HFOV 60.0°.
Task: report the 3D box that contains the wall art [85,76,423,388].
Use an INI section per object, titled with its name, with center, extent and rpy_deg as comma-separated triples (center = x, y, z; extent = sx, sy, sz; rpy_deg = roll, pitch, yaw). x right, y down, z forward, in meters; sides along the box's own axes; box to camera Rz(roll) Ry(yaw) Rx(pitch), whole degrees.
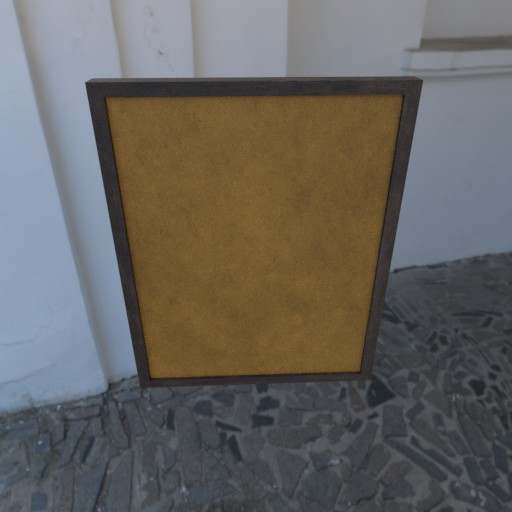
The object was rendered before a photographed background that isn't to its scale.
[wall art]
center = 0.000, 0.000, 0.542
extent = 0.329, 0.406, 0.027
rpy_deg = -1, 30, -2
